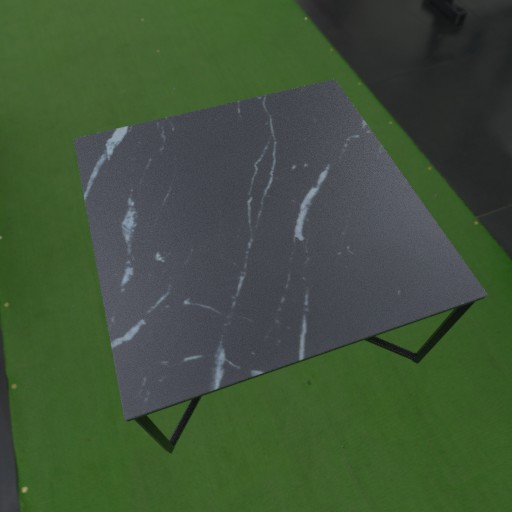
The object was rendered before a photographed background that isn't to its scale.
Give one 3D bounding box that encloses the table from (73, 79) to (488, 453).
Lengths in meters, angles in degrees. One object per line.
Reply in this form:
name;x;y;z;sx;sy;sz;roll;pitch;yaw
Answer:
table;0.000;0.000;1.293;0.800;0.450;0.800;-16;59;-10
